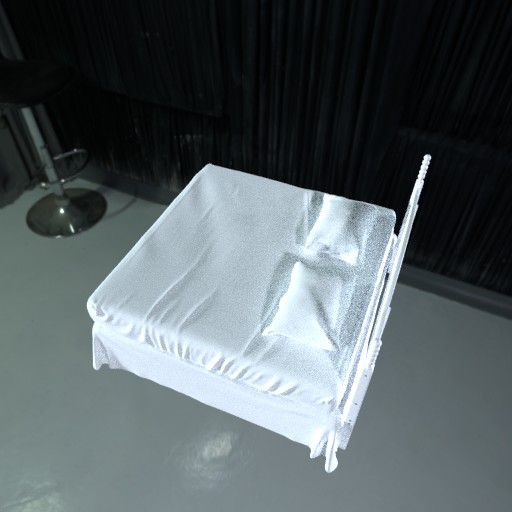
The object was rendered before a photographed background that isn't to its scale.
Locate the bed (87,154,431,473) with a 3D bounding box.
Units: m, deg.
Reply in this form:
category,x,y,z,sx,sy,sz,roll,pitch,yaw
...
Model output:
category,x,y,z,sx,sy,sz,roll,pitch,yaw
bed,0.000,0.000,3.644,2.219,1.355,2.322,17,48,16
